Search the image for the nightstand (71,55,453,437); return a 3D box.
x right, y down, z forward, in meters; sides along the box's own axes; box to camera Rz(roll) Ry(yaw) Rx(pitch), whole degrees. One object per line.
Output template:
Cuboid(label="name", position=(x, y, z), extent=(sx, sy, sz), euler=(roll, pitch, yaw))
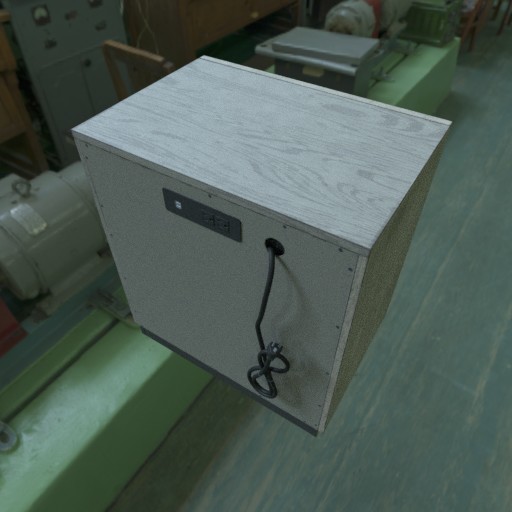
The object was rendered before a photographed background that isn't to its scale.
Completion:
Cuboid(label="nightstand", position=(0.000, 0.000, 1.081), extent=(0.612, 0.673, 0.483), euler=(24, 50, 22))
